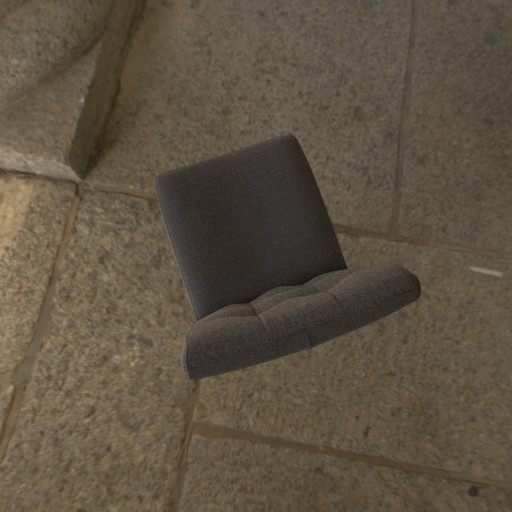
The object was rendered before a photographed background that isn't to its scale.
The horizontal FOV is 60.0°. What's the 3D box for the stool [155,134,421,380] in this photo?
[{"bbox_3d":[0.000,0.000,1.207,0.427,0.885,0.571,-19,76,-5],"label":"stool"}]
